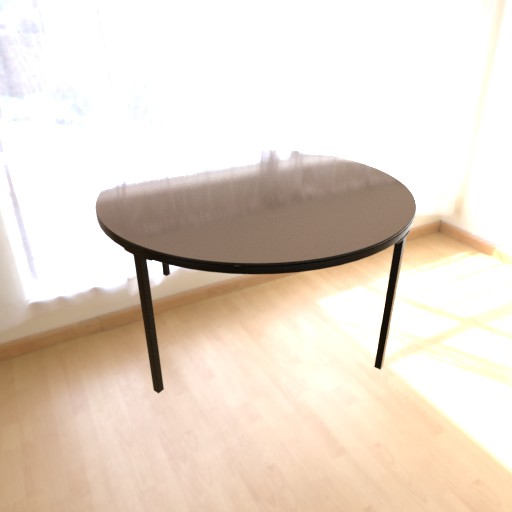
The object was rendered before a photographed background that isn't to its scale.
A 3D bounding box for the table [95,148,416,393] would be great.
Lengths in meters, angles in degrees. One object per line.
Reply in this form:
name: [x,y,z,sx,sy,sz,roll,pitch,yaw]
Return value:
table: [0.000,0.000,1.250,0.800,0.400,0.800,0,28,0]
